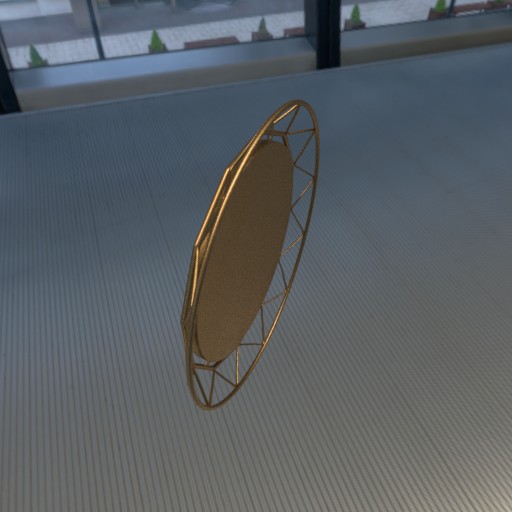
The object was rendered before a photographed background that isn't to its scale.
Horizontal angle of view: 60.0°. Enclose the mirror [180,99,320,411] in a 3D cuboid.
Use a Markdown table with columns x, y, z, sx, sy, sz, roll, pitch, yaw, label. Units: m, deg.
| x | y | z | sx | sy | sz | roll | pitch | yaw | label |
| --- | --- | --- | --- | --- | --- | --- | --- | --- | --- |
| 0.000 | 0.000 | 0.660 | 0.043 | 0.454 | 0.454 | 18 | 48 | 17 | mirror |
